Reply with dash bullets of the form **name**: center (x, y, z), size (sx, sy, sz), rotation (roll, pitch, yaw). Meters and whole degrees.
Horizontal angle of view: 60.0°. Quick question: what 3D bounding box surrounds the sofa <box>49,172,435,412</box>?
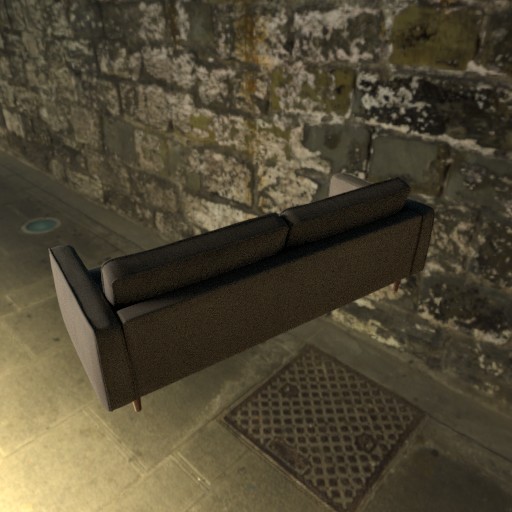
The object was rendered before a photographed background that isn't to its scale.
- **sofa**: center (0.000, 0.000, 2.793), size (2.295, 0.813, 0.923), rotation (-19, 35, -28)
